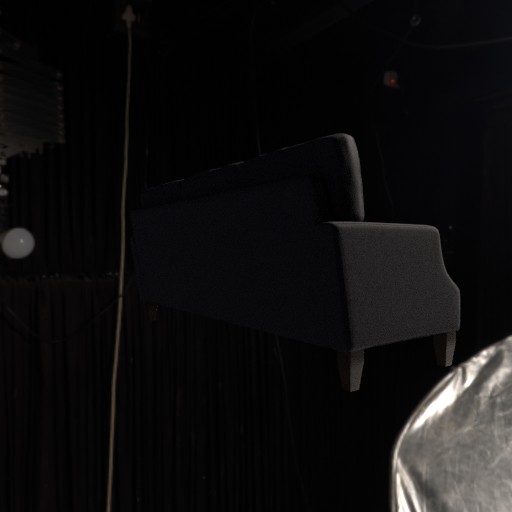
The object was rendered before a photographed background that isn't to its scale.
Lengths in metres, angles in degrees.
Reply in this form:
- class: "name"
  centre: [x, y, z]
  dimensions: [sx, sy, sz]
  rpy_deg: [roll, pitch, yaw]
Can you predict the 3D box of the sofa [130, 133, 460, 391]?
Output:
- class: "sofa"
  centre: [0.000, 0.000, 2.653]
  dimensions: [0.888, 0.984, 2.115]
  rpy_deg: [-1, 1, -35]
